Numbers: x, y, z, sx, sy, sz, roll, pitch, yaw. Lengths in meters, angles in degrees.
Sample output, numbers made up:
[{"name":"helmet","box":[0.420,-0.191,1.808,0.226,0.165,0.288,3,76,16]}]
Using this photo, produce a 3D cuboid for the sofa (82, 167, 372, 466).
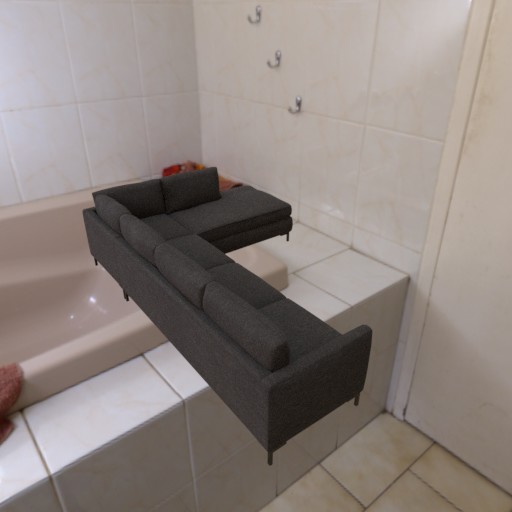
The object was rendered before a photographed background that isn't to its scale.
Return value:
[{"name":"sofa","box":[0.000,0.000,3.834,2.007,0.815,2.949,-20,34,-32]}]
